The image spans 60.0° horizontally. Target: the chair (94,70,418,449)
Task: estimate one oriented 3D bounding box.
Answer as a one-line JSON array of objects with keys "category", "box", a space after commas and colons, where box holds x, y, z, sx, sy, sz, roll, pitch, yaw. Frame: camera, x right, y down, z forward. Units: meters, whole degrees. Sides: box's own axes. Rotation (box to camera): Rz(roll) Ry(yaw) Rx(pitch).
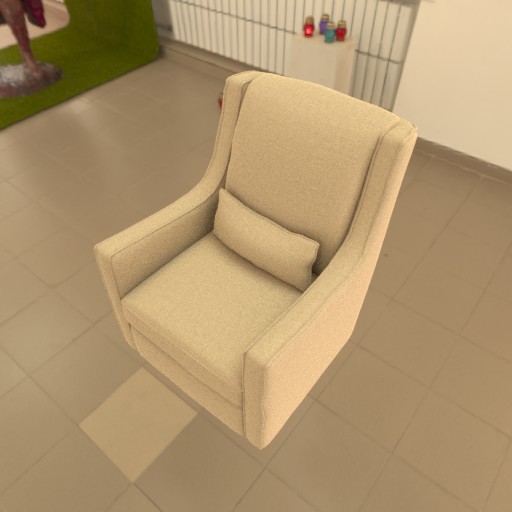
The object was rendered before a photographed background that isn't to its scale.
[{"category": "chair", "box": [0.000, 0.000, 1.620, 0.732, 0.993, 0.879, 30, 53, 25]}]
